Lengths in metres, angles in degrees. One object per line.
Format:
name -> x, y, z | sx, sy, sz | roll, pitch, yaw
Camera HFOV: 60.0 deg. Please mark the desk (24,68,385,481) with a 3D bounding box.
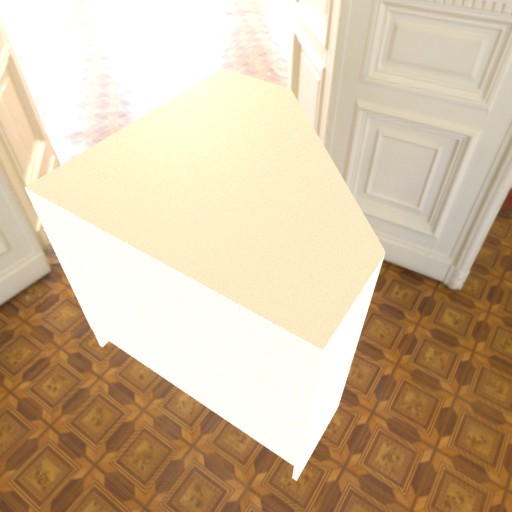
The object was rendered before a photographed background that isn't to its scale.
desk -> 0.000, 0.000, 1.621 | 0.940, 0.818, 0.926 | 26, 52, 22
